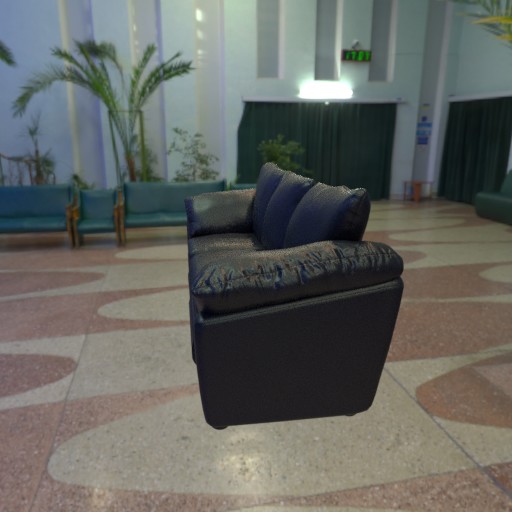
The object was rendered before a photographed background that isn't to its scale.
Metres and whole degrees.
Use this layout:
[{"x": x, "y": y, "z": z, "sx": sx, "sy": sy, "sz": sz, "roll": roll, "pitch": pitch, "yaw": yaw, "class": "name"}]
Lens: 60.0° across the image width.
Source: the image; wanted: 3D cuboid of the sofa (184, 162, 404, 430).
[{"x": 0.000, "y": 0.000, "z": 2.852, "sx": 0.880, "sy": 1.073, "sz": 2.336, "roll": -2, "pitch": 15, "yaw": -9, "class": "sofa"}]
